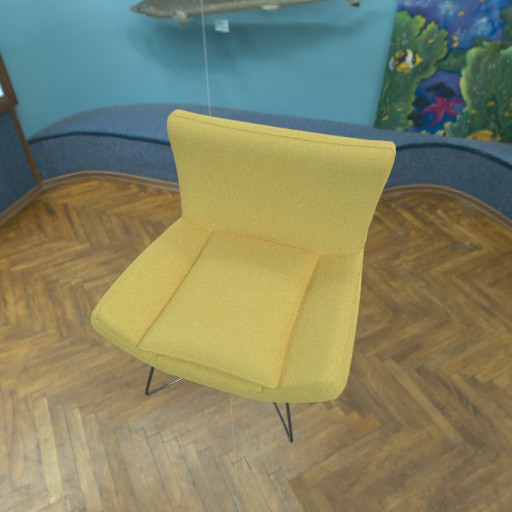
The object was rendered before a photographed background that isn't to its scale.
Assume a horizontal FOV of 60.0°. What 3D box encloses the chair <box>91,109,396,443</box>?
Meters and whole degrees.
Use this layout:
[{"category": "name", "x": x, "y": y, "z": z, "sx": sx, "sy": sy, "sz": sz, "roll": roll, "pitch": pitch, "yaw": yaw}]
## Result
[{"category": "chair", "x": 0.000, "y": 0.000, "z": 1.703, "sx": 0.859, "sy": 0.855, "sz": 1.008, "roll": 13, "pitch": 44, "yaw": 14}]
